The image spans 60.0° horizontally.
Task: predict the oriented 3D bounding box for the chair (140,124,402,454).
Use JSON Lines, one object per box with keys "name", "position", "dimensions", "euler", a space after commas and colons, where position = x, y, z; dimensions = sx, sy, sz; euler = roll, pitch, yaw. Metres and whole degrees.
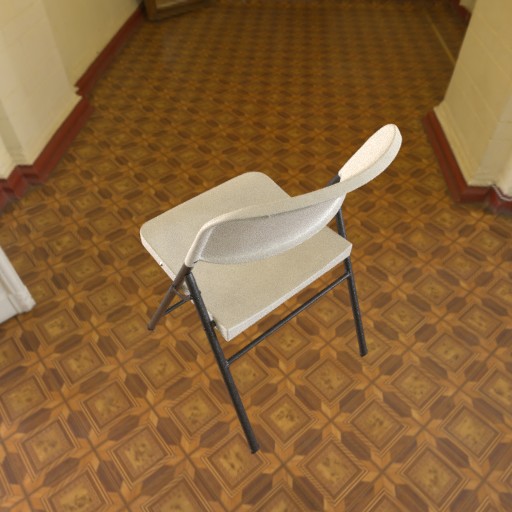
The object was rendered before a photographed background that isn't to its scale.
{"name": "chair", "position": [0.000, 0.000, 1.171], "dimensions": [0.494, 0.810, 0.566], "euler": [-32, 54, -27]}
